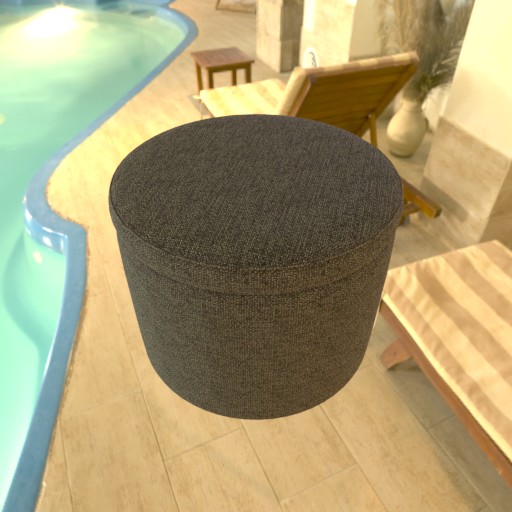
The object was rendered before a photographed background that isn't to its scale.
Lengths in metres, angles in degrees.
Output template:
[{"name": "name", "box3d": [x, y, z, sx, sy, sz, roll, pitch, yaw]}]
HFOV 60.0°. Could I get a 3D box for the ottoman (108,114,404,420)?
[{"name": "ottoman", "box3d": [0.000, 0.000, 0.915, 0.520, 0.430, 0.520, 0, 41, 0]}]
